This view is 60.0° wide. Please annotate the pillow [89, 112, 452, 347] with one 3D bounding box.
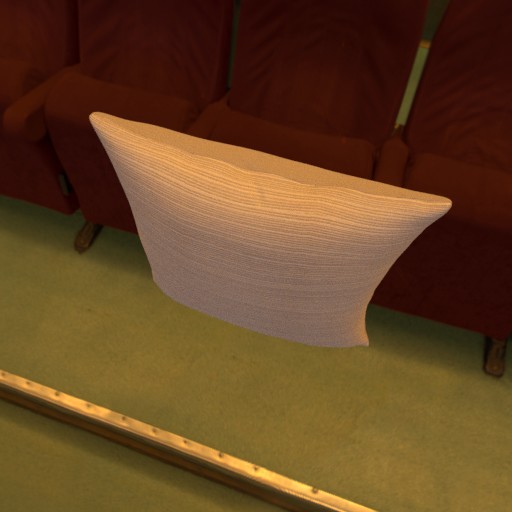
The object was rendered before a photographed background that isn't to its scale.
[{"bbox_3d":[0.000,0.000,0.797,0.512,0.497,0.204,16,59,10],"label":"pillow"}]
